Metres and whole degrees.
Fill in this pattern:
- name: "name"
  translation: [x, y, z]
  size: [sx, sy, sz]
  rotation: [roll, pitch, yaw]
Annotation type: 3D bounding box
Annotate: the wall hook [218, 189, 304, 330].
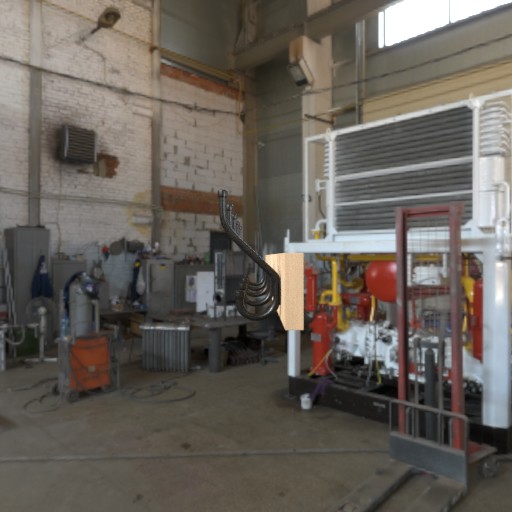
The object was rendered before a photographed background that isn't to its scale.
- name: "wall hook"
  translation: [0.000, 0.000, 0.626]
  size: [0.071, 0.117, 0.571]
  rotation: [0, 0, 0]
